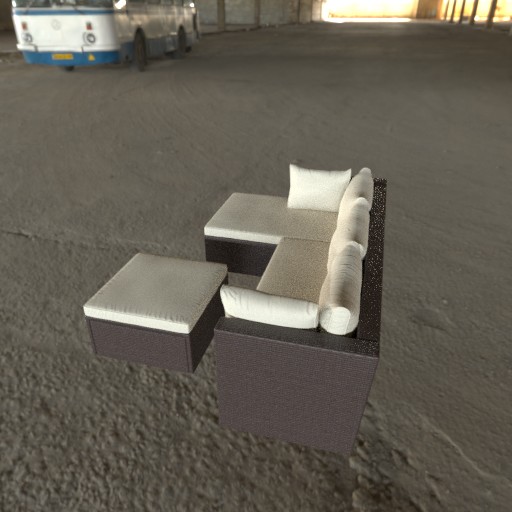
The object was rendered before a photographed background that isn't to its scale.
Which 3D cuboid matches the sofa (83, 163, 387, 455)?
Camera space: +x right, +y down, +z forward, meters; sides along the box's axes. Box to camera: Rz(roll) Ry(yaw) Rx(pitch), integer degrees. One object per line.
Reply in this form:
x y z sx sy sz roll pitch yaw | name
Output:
0.000 0.000 2.979 1.612 0.766 2.192 8 30 13 | sofa
